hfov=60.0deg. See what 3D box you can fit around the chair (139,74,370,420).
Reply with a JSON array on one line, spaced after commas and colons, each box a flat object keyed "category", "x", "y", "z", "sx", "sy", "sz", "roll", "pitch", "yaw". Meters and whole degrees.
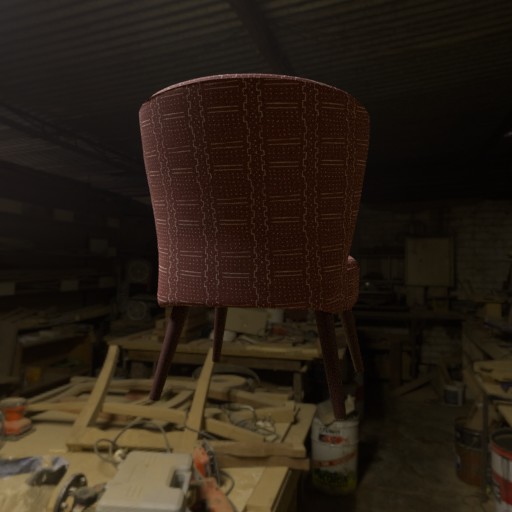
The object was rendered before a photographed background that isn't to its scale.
[{"category": "chair", "x": 0.000, "y": 0.000, "z": 1.407, "sx": 0.706, "sy": 0.866, "sz": 0.758, "roll": 0, "pitch": -1, "yaw": 17}]
